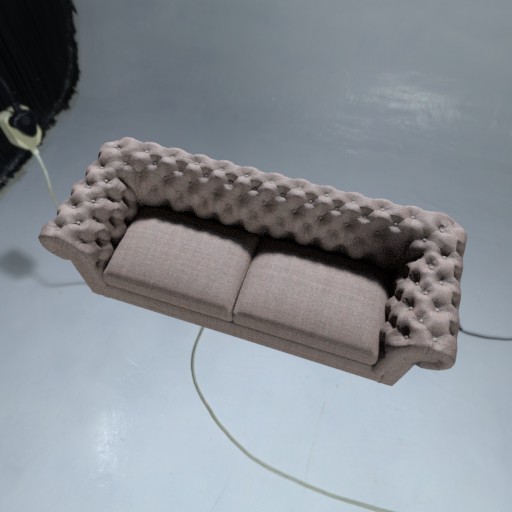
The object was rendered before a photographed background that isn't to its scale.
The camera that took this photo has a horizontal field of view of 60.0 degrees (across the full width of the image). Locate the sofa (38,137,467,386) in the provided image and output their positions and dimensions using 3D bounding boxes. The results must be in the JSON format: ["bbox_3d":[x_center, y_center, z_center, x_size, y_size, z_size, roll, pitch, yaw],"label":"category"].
[{"bbox_3d":[0.000,0.000,2.838,2.385,0.787,0.944,16,59,10],"label":"sofa"}]
